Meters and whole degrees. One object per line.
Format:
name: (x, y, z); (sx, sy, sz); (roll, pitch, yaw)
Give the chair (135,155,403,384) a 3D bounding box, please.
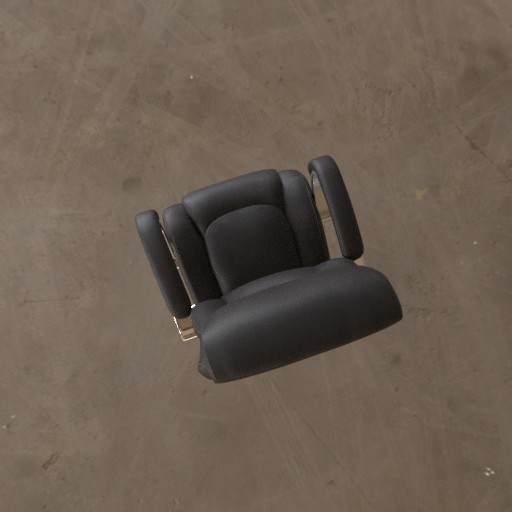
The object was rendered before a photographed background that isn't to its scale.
chair: (0.000, 0.000, 1.661); (0.755, 1.183, 0.790); (-18, 77, -4)
